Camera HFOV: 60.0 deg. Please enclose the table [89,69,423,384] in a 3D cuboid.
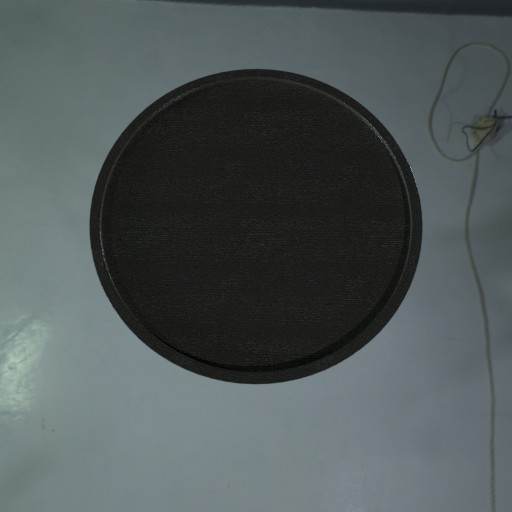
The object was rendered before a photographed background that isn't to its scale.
[{"bbox_3d":[0.000,0.000,0.924,0.500,0.531,0.500,0,75,0],"label":"table"}]
